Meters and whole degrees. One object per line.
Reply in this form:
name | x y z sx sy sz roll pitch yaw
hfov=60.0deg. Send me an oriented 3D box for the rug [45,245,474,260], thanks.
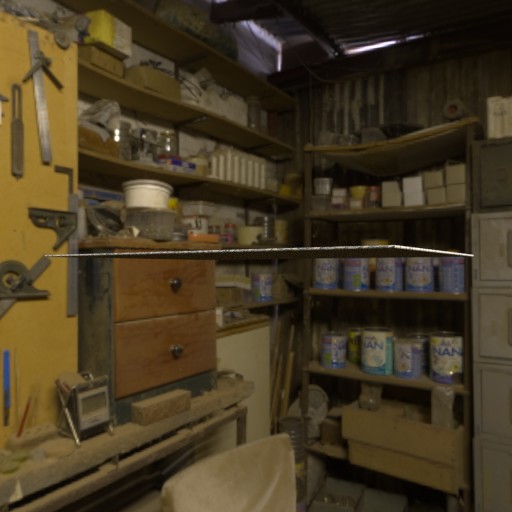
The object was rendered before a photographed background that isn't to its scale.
rug | 0.000 0.000 2.265 1.824 0.008 1.220 -1 -2 35
